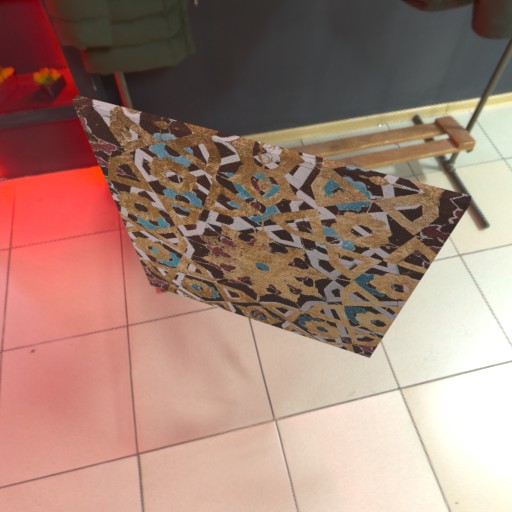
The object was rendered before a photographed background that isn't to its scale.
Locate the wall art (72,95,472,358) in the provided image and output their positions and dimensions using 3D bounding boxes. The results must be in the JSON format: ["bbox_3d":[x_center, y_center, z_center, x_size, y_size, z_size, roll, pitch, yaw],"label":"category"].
[{"bbox_3d":[0.000,0.000,0.600,0.404,0.406,0.010,17,60,10],"label":"wall art"}]
